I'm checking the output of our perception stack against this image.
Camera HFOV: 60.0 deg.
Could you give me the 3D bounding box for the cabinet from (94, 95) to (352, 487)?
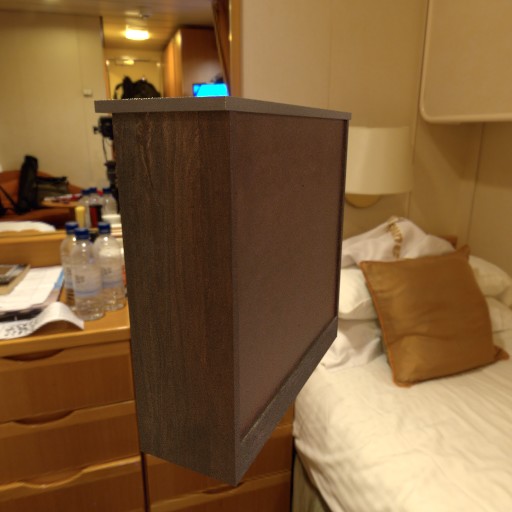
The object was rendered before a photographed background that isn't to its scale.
[{"bbox_3d":[0.000,0.000,1.450,0.338,0.919,0.968,7,18,25],"label":"cabinet"}]
